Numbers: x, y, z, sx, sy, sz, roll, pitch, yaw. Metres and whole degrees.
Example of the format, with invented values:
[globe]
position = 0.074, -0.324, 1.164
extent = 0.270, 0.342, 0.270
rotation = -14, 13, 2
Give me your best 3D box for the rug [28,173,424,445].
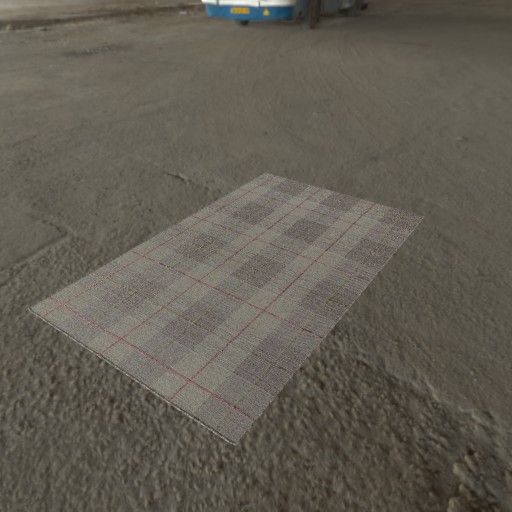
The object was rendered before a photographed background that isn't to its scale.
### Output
[rug]
position = 0.000, 0.000, 3.059
extent = 1.549, 0.010, 2.464
rotation = 21, 39, 29
